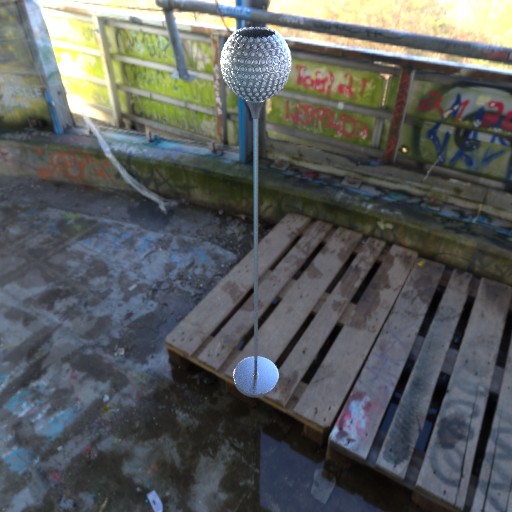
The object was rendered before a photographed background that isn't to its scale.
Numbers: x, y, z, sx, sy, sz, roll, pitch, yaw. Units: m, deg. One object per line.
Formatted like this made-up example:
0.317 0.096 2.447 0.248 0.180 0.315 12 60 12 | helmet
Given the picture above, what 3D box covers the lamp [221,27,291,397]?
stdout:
0.000 0.000 1.951 0.254 1.805 0.254 0 40 0 | lamp
